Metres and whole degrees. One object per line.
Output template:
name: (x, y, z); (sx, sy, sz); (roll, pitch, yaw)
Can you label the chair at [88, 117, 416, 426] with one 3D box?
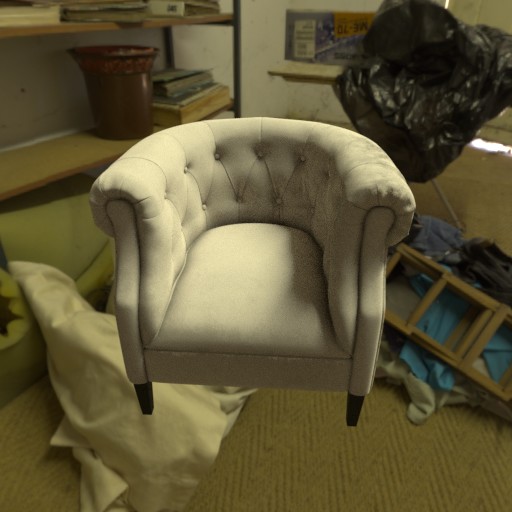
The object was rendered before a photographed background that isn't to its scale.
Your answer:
chair: (0.000, 0.000, 1.609); (0.904, 0.826, 0.851); (2, 31, 3)
